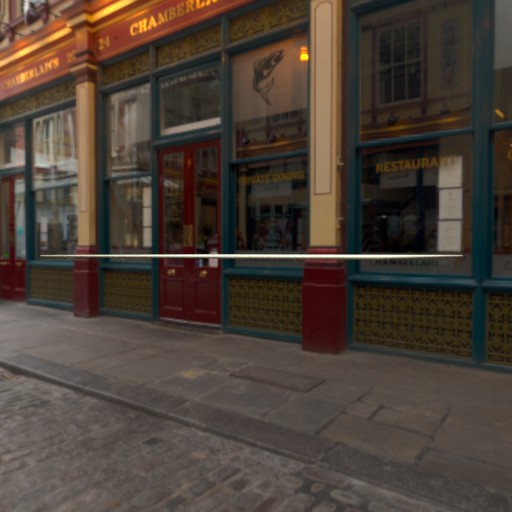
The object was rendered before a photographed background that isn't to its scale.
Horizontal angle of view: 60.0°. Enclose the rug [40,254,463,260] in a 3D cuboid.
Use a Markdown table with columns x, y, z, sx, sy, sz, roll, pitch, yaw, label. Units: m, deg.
| x | y | z | sx | sy | sz | roll | pitch | yaw | label |
| --- | --- | --- | --- | --- | --- | --- | --- | --- | --- |
| 0.000 | 0.000 | 4.204 | 3.204 | 0.016 | 2.452 | 0 | 0 | 35 | rug |
